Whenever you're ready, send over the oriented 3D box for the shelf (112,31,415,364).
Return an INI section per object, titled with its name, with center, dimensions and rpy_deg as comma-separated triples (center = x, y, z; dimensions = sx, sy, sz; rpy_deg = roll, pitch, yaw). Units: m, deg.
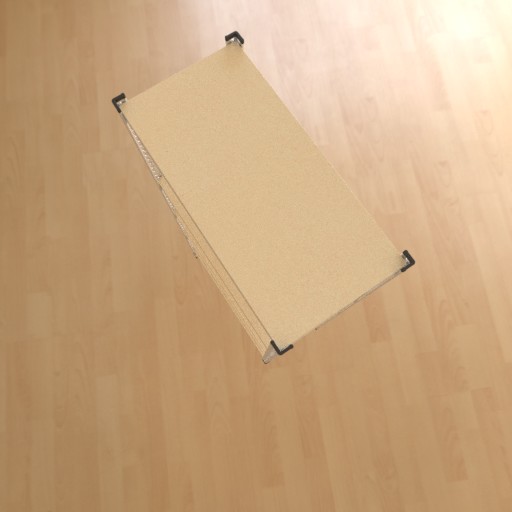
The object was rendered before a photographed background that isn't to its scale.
[shelf]
center = 0.000, 0.000, 2.167
dimensions = 0.457, 1.829, 0.914
rpy_deg = -33, 78, -8
